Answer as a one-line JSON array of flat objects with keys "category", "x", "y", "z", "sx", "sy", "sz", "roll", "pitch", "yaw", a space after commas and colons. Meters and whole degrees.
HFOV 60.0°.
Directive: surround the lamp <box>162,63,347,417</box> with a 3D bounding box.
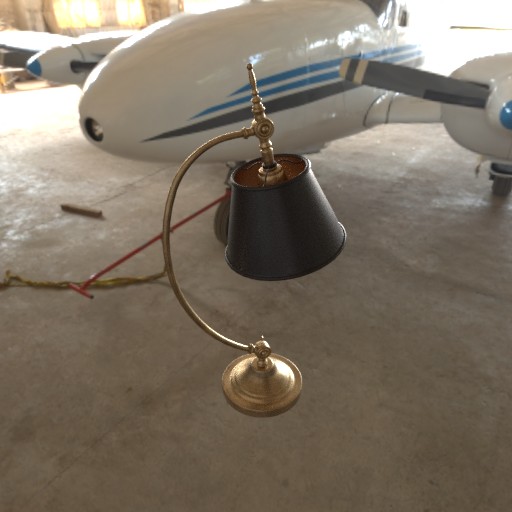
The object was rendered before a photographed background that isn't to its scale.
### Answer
[{"category": "lamp", "x": 0.000, "y": 0.000, "z": 0.841, "sx": 0.344, "sy": 0.675, "sz": 0.235, "roll": -10, "pitch": 31, "yaw": -17}]
